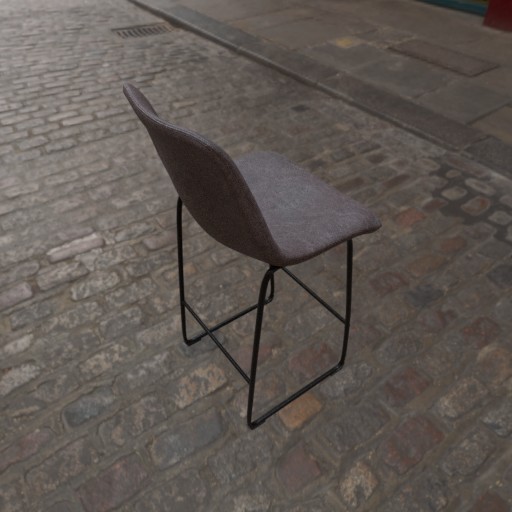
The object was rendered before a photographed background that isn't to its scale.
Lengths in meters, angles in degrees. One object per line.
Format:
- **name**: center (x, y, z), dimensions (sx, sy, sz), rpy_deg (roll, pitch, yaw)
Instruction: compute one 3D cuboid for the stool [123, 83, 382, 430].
- **stool**: center (0.000, 0.000, 1.386), dimensions (0.561, 1.082, 0.514), rpy_deg (-26, 47, -26)
